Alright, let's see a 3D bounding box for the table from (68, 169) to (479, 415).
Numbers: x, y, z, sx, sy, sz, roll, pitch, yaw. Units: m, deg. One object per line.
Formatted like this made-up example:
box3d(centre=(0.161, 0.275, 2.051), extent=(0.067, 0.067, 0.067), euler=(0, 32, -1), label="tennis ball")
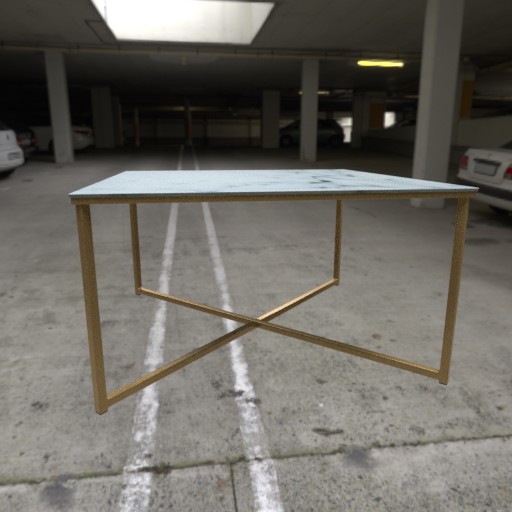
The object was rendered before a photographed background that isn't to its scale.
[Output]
box3d(centre=(0.000, 0.000, 1.284), extent=(0.800, 0.450, 0.800), euler=(-2, 14, -9), label="table")
